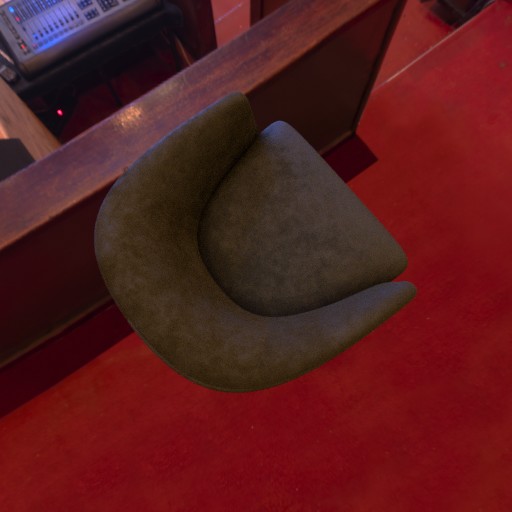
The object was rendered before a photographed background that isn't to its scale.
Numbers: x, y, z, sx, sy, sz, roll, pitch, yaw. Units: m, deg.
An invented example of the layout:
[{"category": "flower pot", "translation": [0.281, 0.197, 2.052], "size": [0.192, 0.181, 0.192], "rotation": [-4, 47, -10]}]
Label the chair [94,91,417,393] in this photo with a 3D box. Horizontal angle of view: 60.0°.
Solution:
[{"category": "chair", "translation": [0.000, 0.000, 1.401], "size": [0.767, 0.698, 0.773], "rotation": [-38, 79, -9]}]
